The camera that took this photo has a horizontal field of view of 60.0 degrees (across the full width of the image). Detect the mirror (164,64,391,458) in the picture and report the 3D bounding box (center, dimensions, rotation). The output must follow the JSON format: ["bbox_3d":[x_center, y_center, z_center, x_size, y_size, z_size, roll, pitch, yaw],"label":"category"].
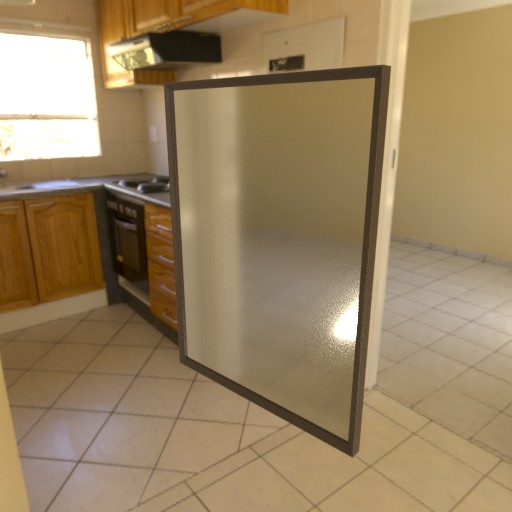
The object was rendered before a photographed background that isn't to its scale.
[{"bbox_3d":[0.000,0.000,1.346,0.762,1.016,0.041,15,23,40],"label":"mirror"}]
